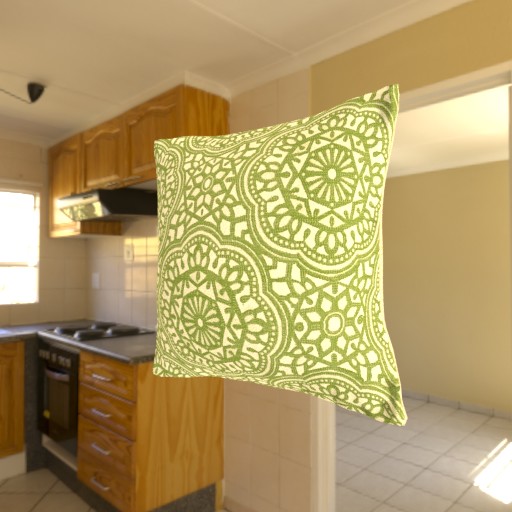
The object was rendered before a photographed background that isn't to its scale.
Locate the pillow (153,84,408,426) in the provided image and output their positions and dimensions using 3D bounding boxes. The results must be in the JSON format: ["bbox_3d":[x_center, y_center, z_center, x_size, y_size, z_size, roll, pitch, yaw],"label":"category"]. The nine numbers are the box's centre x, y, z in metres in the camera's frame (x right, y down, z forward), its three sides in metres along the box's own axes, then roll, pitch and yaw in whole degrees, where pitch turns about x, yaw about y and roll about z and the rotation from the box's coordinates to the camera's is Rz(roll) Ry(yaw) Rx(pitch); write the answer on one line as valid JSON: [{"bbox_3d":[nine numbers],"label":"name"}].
[{"bbox_3d":[0.000,0.000,0.663,0.440,0.419,0.162,-1,-2,35],"label":"pillow"}]
